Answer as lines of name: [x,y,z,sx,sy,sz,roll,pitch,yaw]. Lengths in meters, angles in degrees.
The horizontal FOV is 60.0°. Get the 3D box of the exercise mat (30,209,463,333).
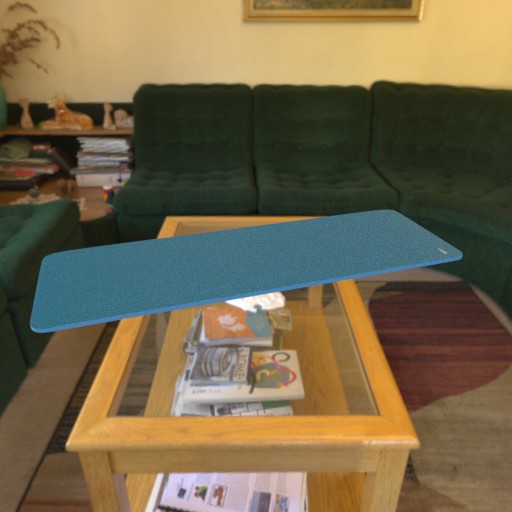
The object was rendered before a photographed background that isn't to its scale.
exercise mat: [0.000,0.000,2.048,1.869,0.021,0.616,-9,29,-16]
